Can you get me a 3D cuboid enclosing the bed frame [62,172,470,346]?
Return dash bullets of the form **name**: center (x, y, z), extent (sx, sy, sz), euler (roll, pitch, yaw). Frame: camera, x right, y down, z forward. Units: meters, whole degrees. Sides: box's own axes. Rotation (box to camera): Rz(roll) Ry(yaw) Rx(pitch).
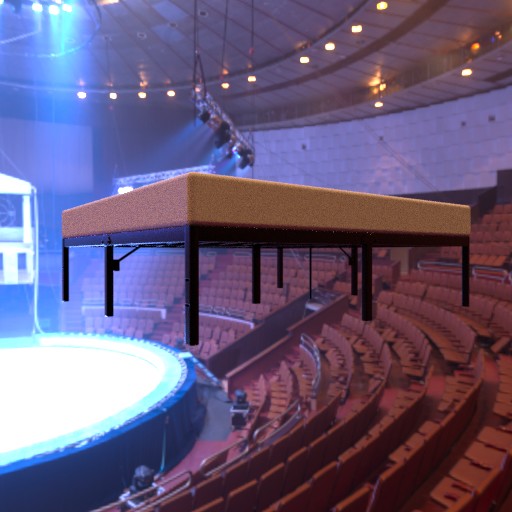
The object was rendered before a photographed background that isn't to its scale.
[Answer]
- **bed frame**: center (0.000, 0.000, 3.056), extent (2.079, 0.659, 1.963), euler (0, 0, -37)
